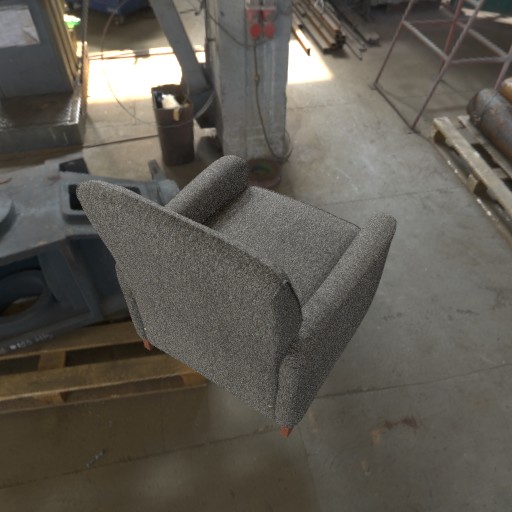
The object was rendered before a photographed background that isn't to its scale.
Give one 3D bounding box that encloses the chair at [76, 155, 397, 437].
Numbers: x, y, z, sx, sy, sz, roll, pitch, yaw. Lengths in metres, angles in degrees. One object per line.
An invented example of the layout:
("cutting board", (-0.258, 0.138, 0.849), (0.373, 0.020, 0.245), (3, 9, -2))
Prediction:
("chair", (0.000, 0.000, 1.692), (0.848, 1.014, 0.864), (25, 52, 22))
